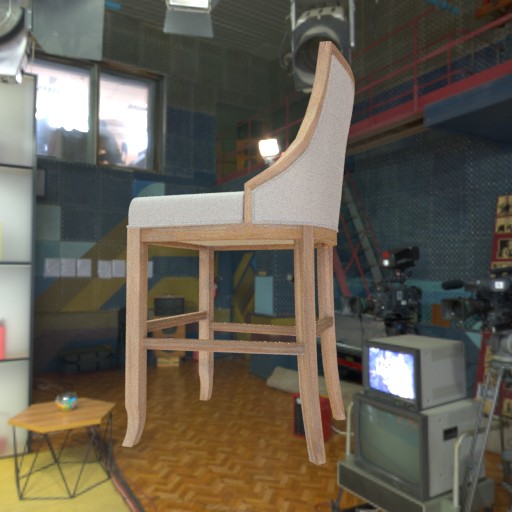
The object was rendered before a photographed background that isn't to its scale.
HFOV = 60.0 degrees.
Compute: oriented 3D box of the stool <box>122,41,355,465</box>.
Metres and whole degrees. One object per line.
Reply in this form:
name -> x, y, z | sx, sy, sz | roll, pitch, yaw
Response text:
stool -> 0.000, 0.000, 1.427 | 0.626, 1.101, 0.524 | -1, -2, 19
